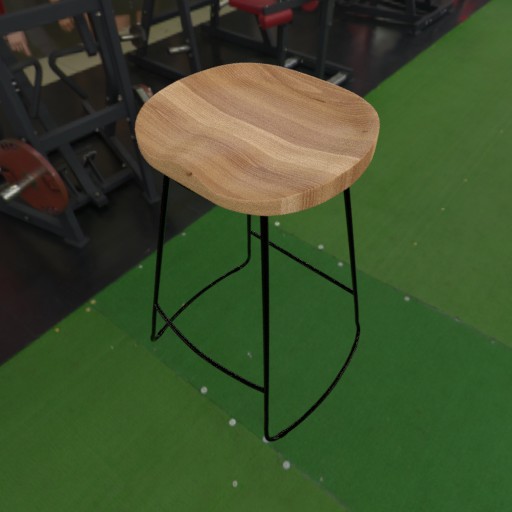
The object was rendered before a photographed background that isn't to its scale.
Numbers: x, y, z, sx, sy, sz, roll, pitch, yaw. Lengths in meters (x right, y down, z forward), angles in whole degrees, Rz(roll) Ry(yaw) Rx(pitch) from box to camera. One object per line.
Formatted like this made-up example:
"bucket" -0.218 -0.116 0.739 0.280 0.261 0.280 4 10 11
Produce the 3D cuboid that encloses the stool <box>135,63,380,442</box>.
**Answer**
"stool" 0.000 0.000 0.971 0.480 0.679 0.401 32 54 27
